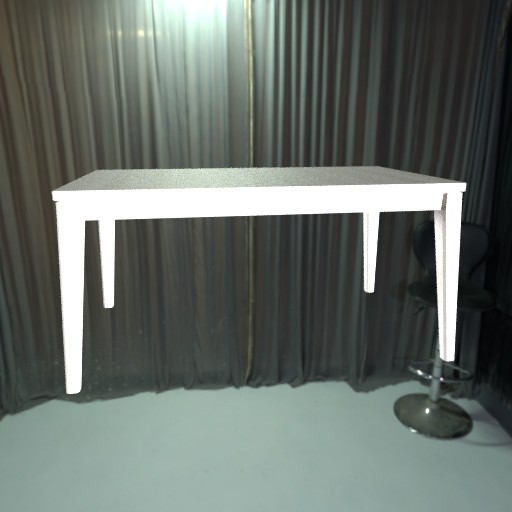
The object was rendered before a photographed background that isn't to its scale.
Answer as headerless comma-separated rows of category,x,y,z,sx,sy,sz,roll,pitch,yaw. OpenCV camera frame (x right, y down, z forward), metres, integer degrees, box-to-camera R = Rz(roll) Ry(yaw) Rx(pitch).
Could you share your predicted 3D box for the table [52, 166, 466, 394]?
table,0.000,0.000,2.119,1.600,0.760,0.900,-3,16,-9
